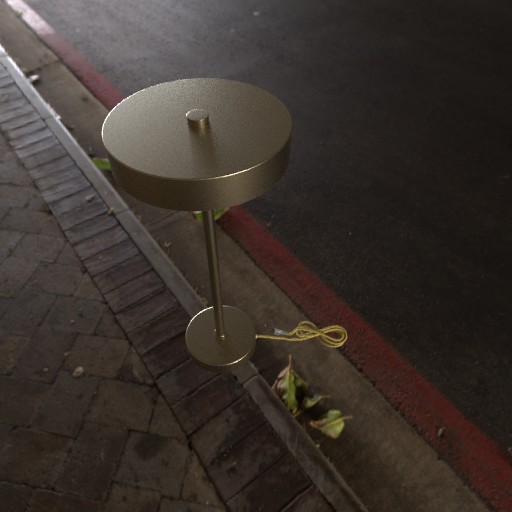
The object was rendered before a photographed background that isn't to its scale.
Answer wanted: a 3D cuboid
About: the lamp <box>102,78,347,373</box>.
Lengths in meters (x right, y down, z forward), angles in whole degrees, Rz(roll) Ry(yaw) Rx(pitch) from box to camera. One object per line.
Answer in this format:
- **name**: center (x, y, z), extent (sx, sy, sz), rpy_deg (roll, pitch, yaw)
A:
- **lamp**: center (0.000, 0.000, 0.721), extent (0.369, 0.508, 0.229), rpy_deg (-2, 47, -2)
